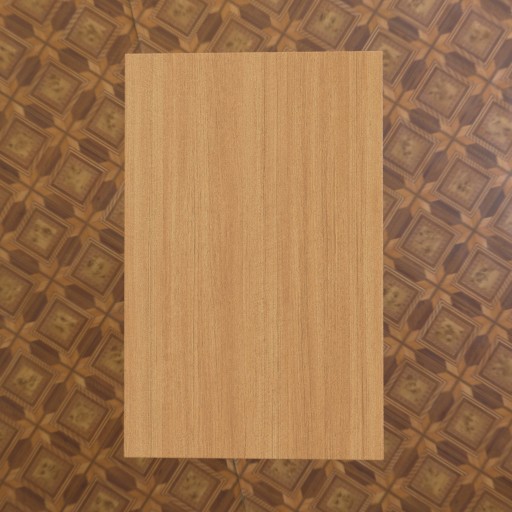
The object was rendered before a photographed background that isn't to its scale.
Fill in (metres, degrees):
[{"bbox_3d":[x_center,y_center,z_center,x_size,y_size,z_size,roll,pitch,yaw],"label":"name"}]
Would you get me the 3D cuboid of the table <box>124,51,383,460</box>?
[{"bbox_3d":[0.000,0.000,1.565,0.700,0.734,1.100,0,89,1],"label":"table"}]
